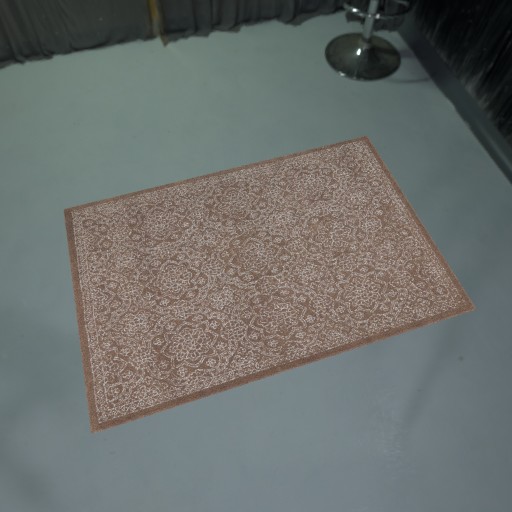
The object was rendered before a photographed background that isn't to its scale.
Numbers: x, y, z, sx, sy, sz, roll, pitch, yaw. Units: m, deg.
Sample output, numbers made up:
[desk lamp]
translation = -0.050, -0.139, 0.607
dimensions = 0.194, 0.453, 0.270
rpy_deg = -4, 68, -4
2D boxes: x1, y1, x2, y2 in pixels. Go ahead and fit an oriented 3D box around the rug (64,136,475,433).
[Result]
[rug]
translation = 0.000, 0.000, 2.852
dimensions = 2.286, 0.011, 1.524
rpy_deg = -16, 60, -9
